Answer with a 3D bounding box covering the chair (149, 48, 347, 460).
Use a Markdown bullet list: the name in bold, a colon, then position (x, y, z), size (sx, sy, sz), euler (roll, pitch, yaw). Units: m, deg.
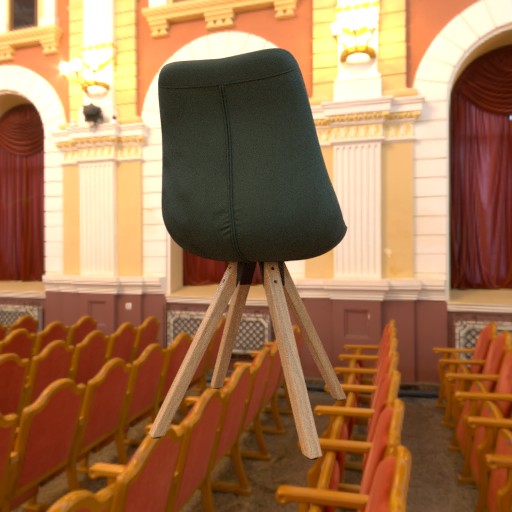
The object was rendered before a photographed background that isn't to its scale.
- **chair**: position (0.000, 0.000, 1.198), size (0.483, 0.865, 0.547), euler (0, 0, 17)
